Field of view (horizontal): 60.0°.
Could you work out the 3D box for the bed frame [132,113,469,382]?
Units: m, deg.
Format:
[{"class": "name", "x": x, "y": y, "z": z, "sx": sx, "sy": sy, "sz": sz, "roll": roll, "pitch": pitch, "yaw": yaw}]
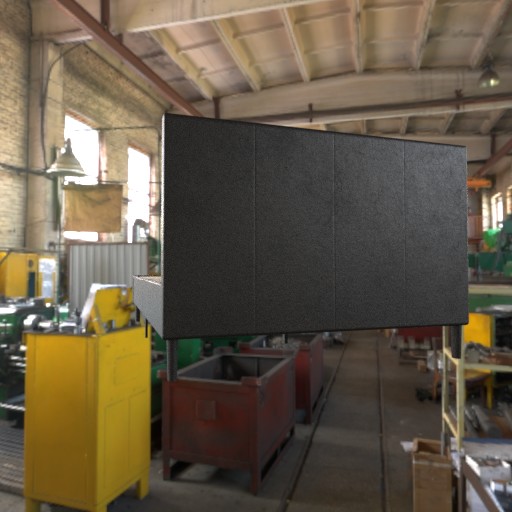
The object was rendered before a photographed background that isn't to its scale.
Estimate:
[{"class": "bed frame", "x": 0.000, "y": 0.000, "z": 2.946, "sx": 1.469, "sy": 1.046, "sz": 2.152, "roll": 1, "pitch": -2, "yaw": -19}]
